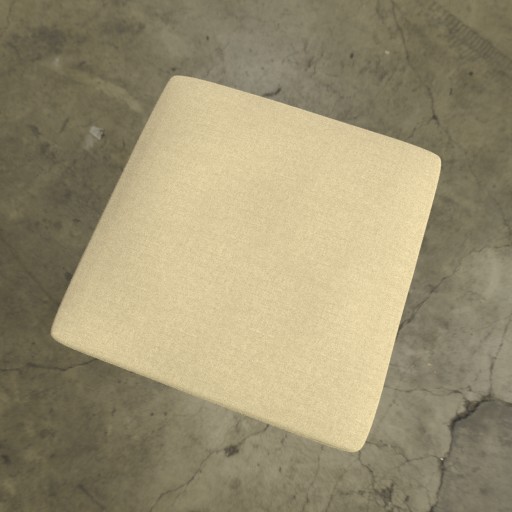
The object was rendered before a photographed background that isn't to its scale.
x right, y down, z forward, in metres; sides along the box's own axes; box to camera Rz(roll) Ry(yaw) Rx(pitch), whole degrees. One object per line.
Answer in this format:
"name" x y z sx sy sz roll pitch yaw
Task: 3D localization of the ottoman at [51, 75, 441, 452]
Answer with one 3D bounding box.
"ottoman" 0.000 0.000 1.324 0.840 0.436 0.843 19 76 5
